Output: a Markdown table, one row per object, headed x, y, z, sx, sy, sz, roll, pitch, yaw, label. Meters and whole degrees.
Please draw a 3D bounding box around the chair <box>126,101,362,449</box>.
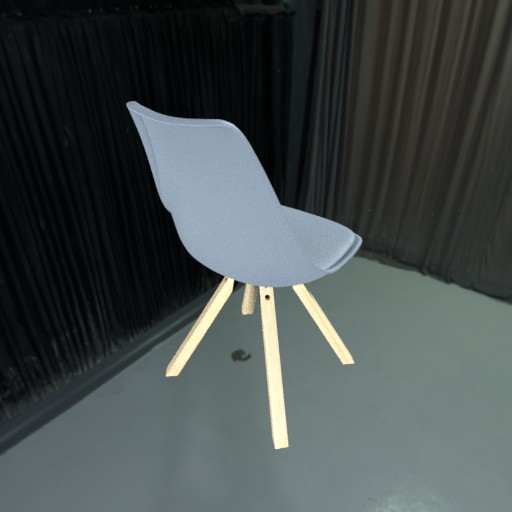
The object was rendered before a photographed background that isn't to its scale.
| x | y | z | sx | sy | sz | roll | pitch | yaw | label |
| --- | --- | --- | --- | --- | --- | --- | --- | --- | --- |
| 0.000 | 0.000 | 1.176 | 0.485 | 0.850 | 0.549 | 22 | 38 | 31 | chair |
